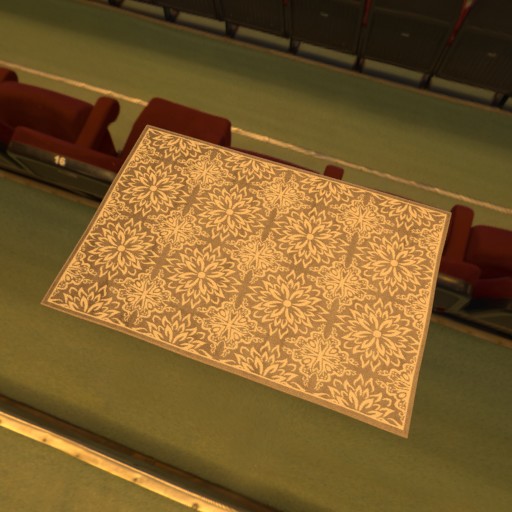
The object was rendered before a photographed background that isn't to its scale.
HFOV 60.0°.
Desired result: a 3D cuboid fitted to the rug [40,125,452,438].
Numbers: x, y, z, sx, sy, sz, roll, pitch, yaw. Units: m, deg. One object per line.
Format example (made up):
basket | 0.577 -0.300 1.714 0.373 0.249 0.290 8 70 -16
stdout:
rug | 0.000 0.000 2.322 1.847 0.012 1.224 18 66 8
